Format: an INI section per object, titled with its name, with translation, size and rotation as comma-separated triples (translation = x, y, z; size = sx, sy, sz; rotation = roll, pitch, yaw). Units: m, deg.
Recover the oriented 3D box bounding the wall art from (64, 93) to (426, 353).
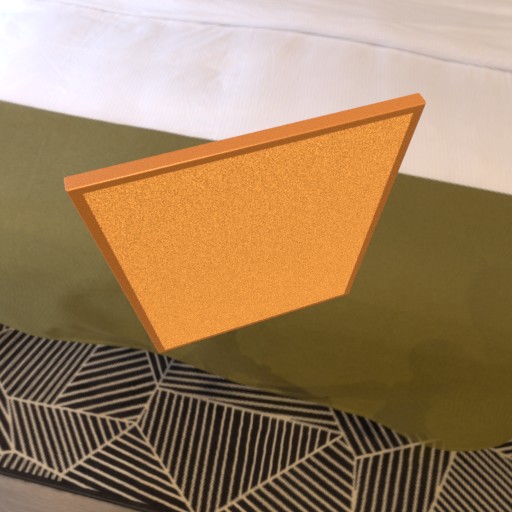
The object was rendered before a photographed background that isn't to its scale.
[wall art]
translation = 0.000, 0.000, 0.527
size = 0.310, 0.379, 0.015
rotation = -16, 60, -9
